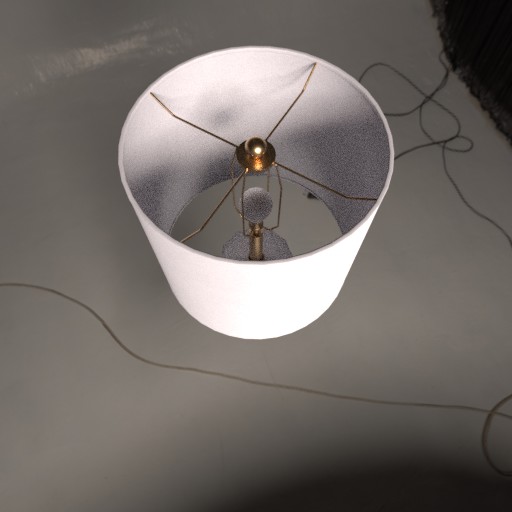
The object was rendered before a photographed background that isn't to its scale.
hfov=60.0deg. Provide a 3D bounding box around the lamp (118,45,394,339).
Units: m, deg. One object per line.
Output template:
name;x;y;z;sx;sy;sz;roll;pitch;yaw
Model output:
lamp;0.000;0.000;0.689;0.277;0.537;0.277;-19;66;-9
